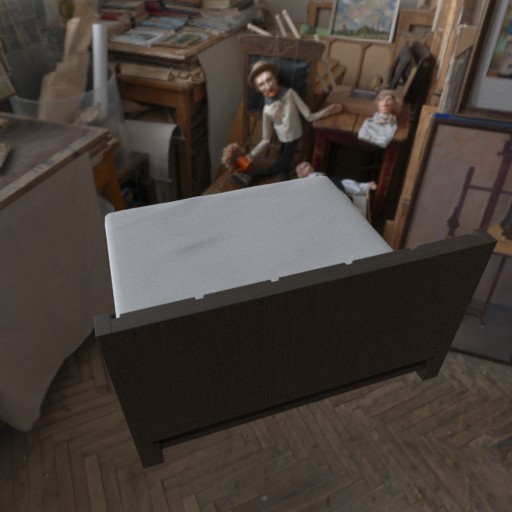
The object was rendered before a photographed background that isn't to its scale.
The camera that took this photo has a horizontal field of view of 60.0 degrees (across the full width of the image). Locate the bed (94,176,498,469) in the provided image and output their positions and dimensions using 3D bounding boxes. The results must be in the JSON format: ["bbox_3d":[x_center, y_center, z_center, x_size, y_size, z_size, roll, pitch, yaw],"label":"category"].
[{"bbox_3d":[0.000,0.000,3.315,2.134,1.270,2.012,-12,42,-14],"label":"bed"}]
